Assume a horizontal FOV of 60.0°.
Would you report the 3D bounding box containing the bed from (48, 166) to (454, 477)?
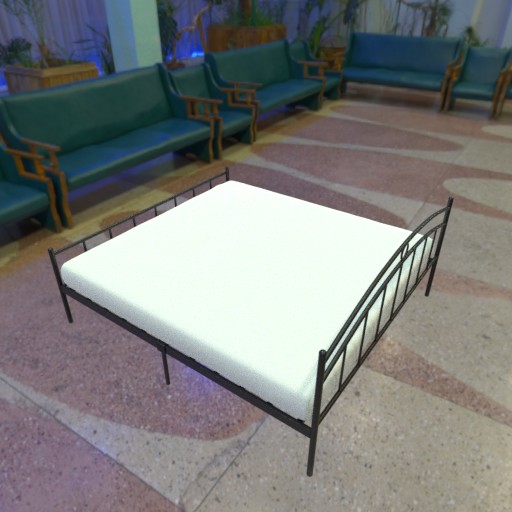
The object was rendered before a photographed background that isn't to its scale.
[{"bbox_3d":[0.000,0.000,3.135,2.040,0.940,1.880,21,38,30],"label":"bed"}]
